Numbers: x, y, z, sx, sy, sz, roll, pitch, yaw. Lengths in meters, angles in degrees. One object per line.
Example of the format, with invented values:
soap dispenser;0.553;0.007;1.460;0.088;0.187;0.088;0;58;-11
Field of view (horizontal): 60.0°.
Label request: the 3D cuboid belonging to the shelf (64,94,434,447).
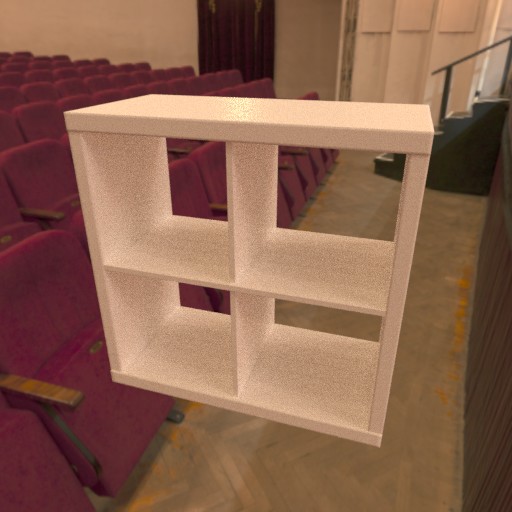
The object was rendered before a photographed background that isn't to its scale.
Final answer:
shelf;0.000;0.000;1.232;0.790;0.786;0.390;8;27;16
